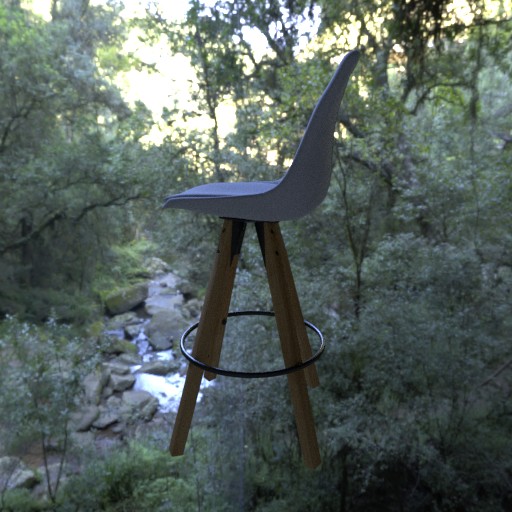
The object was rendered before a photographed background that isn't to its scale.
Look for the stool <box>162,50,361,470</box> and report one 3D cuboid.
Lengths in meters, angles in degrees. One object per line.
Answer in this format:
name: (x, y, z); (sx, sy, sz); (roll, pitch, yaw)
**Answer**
stool: (0.000, 0.000, 1.363); (0.550, 1.115, 0.484); (2, 14, 7)
